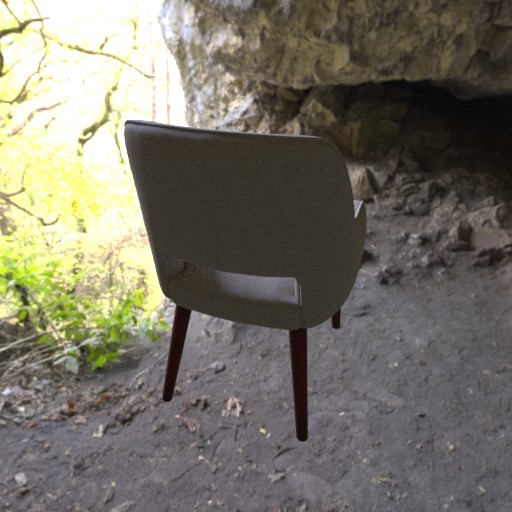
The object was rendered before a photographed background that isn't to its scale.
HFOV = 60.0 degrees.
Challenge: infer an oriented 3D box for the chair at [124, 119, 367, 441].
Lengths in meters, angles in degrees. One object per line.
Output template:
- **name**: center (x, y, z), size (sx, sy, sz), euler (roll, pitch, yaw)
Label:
- **chair**: center (0.000, 0.000, 1.232), size (0.560, 0.840, 0.580), euler (10, 33, 16)
